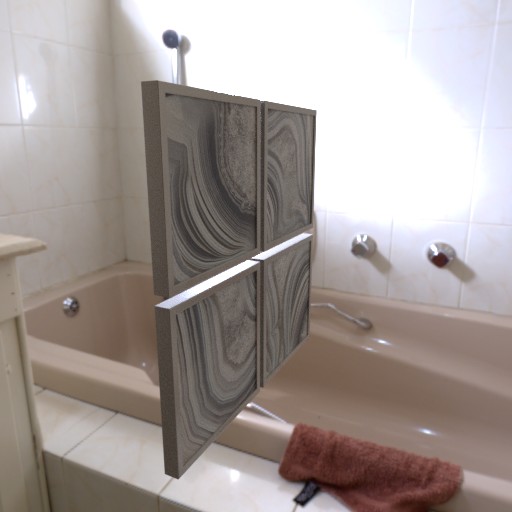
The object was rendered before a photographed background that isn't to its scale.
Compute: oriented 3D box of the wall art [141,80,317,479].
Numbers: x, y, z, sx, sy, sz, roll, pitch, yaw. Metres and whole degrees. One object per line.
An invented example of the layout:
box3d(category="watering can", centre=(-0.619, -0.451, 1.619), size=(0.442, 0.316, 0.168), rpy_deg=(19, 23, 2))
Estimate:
box3d(category="wall art", centre=(0.000, 0.000, 0.917), size=(0.029, 0.611, 0.611), rpy_deg=(7, 16, 26))
